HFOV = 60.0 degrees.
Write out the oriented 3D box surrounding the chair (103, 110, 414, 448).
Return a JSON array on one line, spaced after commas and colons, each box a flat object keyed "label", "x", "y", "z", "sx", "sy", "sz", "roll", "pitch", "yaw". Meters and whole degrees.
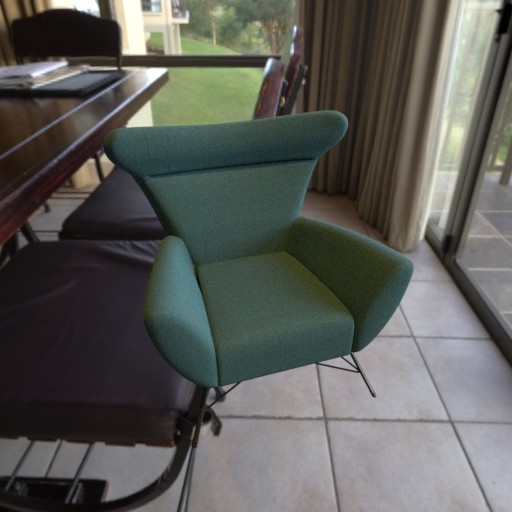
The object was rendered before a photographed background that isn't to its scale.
[{"label": "chair", "x": 0.000, "y": 0.000, "z": 1.833, "sx": 1.050, "sy": 0.980, "sz": 0.900, "roll": -10, "pitch": 33, "yaw": -16}]
